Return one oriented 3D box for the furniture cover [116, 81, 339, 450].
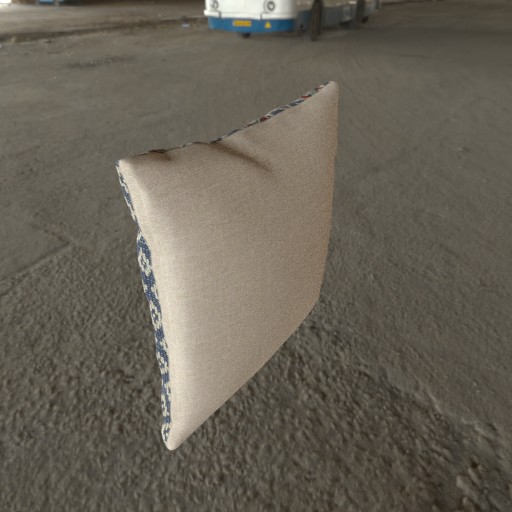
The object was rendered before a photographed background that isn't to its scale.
[{"bbox_3d":[0.000,0.000,0.663,0.139,0.431,0.431,21,38,29],"label":"furniture cover"}]
